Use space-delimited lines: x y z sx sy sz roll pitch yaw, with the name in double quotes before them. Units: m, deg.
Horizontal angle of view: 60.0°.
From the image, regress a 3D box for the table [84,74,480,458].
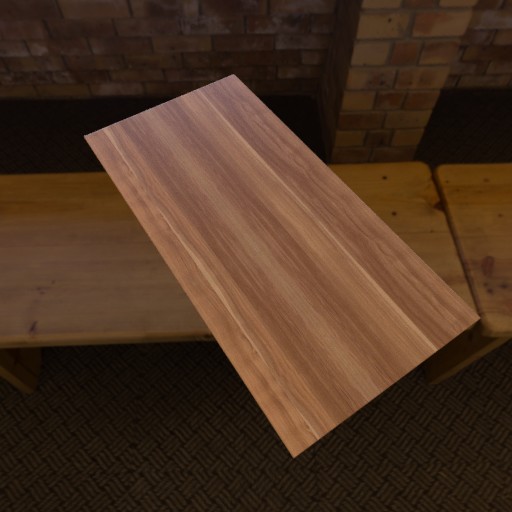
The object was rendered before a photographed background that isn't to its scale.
"table" 0.000 0.000 2.533 1.000 0.770 2.000 -30 63 -17
